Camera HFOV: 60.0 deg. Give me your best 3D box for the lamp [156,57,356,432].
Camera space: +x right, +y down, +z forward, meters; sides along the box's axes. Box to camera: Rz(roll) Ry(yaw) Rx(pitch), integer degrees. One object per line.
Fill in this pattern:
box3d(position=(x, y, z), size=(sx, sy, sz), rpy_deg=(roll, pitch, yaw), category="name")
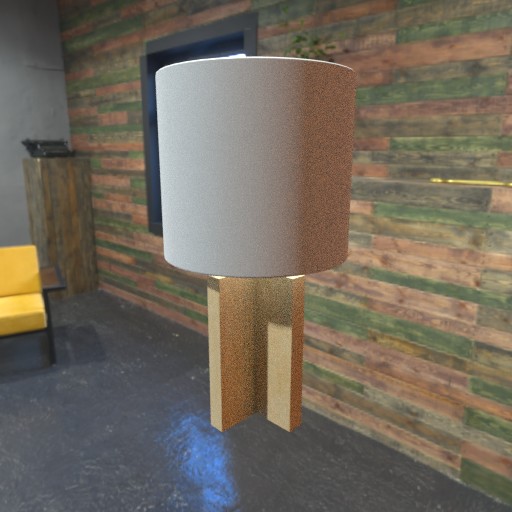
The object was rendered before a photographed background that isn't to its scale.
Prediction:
box3d(position=(0.000, 0.000, 0.564), size=(0.229, 0.428, 0.229), rpy_deg=(13, 19, 43), category="lamp")
